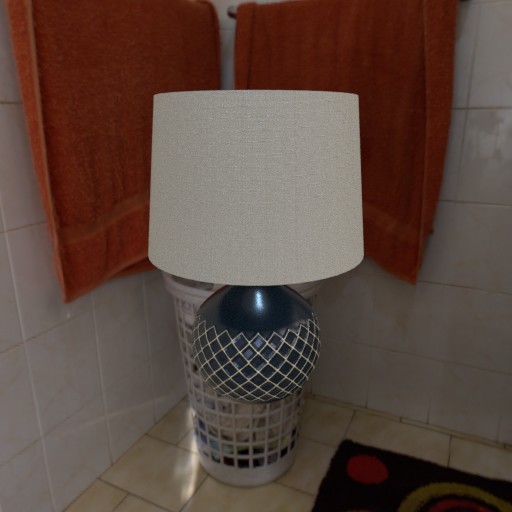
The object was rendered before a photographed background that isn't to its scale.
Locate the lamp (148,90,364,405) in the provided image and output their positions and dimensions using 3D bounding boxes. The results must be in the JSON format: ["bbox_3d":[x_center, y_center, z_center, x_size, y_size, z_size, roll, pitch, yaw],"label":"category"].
[{"bbox_3d":[0.000,0.000,0.798,0.376,0.540,0.376,0,17,0],"label":"lamp"}]
